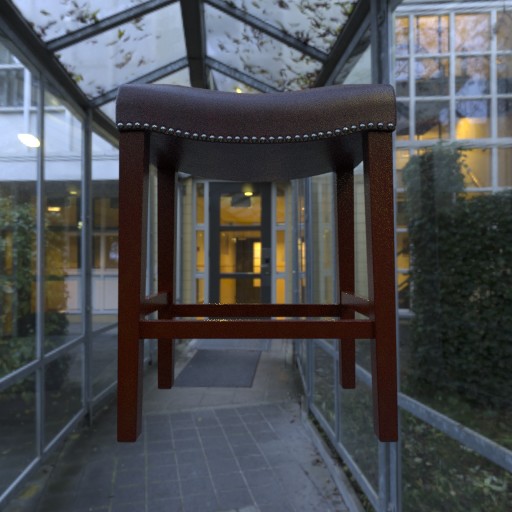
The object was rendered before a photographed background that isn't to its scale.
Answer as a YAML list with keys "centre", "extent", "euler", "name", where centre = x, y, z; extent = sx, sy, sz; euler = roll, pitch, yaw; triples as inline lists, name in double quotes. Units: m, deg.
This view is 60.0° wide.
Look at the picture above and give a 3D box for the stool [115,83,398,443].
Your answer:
- centre: [0.000, 0.000, 0.959]
  extent: [0.504, 0.657, 0.372]
  euler: [0, -1, 0]
  name: "stool"
